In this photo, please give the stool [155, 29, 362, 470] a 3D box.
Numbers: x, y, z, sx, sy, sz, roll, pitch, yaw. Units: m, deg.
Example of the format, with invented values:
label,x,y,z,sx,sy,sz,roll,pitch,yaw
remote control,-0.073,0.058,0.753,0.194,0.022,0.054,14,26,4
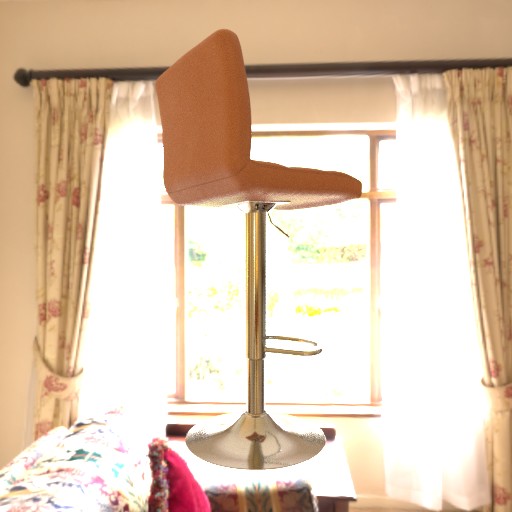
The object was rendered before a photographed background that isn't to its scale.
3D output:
label,x,y,z,sx,sy,sz,roll,pitch,yaw
stool,0.000,0.000,1.356,0.505,1.115,0.430,0,0,-36
